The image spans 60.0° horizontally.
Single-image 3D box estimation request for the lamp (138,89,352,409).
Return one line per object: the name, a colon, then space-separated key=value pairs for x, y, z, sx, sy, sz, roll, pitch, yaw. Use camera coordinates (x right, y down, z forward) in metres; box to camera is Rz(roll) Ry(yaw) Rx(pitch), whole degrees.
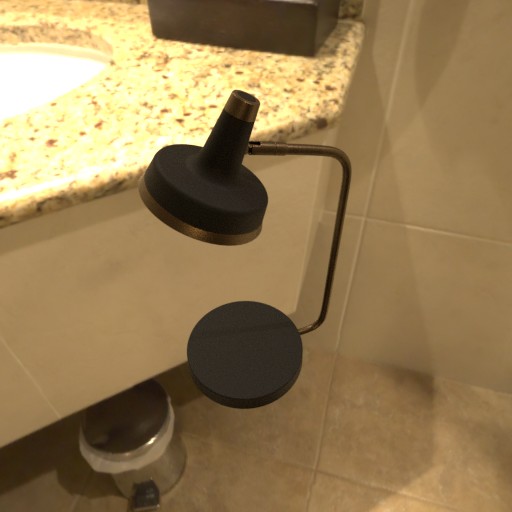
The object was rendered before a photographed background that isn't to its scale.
lamp: x=0.000 y=0.000 z=0.495 sx=0.218 sy=0.385 sz=0.162 roll=-15 pitch=47 yaw=-15
